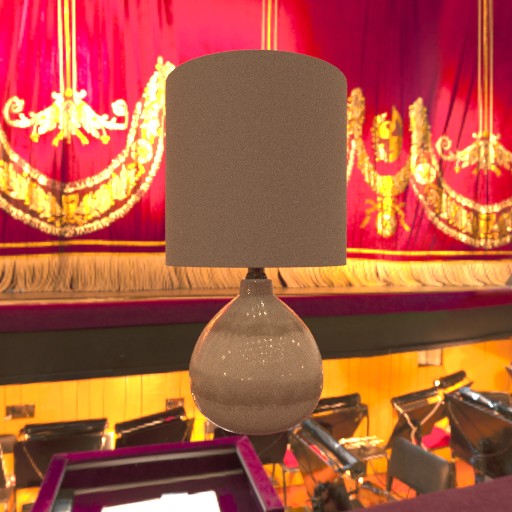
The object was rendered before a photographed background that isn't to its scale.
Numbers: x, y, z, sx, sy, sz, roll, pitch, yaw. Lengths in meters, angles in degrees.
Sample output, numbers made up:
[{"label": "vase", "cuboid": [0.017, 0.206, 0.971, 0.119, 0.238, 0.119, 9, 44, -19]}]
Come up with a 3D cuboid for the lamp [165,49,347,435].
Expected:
[{"label": "lamp", "cuboid": [0.000, 0.000, 0.540, 0.217, 0.404, 0.217, 0, 1, -17]}]
